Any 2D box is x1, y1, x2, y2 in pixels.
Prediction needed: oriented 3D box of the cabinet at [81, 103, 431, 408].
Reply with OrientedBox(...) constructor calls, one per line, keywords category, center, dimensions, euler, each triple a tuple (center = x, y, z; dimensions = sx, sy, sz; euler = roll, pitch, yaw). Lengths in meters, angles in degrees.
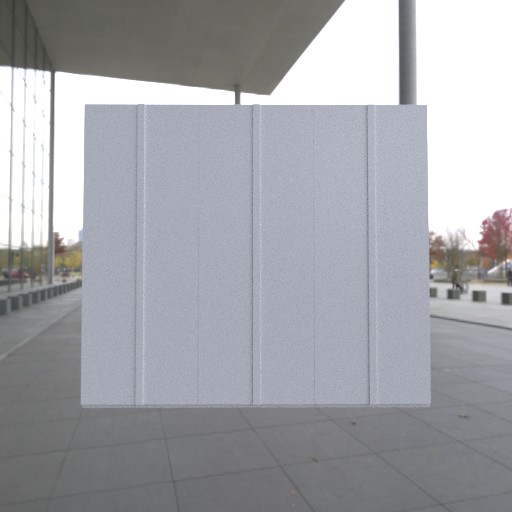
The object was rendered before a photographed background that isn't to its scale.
OrientedBox(category="cabinet", center=(0.000, 0.000, 3.734), dimensions=(2.700, 2.370, 0.590), euler=(0, -2, 0))
